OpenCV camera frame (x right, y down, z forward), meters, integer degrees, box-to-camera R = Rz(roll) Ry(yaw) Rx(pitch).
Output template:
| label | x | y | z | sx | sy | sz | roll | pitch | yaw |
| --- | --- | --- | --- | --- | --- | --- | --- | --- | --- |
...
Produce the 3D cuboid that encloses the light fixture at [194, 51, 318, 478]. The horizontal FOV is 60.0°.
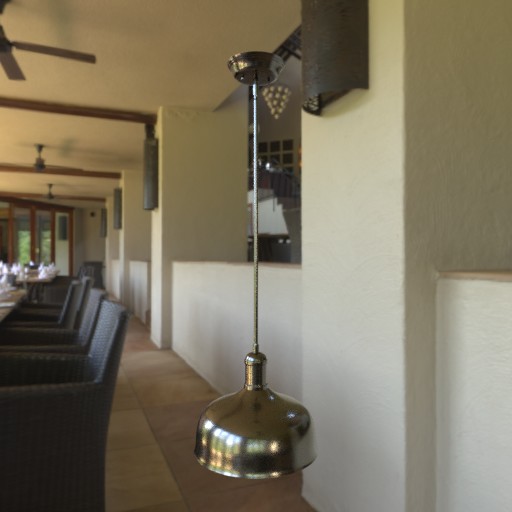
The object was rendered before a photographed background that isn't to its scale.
| label | x | y | z | sx | sy | sz | roll | pitch | yaw |
| --- | --- | --- | --- | --- | --- | --- | --- | --- | --- |
| light fixture | 0.000 | 0.000 | 1.081 | 0.299 | 0.935 | 0.299 | 0 | 0 | -19 |
